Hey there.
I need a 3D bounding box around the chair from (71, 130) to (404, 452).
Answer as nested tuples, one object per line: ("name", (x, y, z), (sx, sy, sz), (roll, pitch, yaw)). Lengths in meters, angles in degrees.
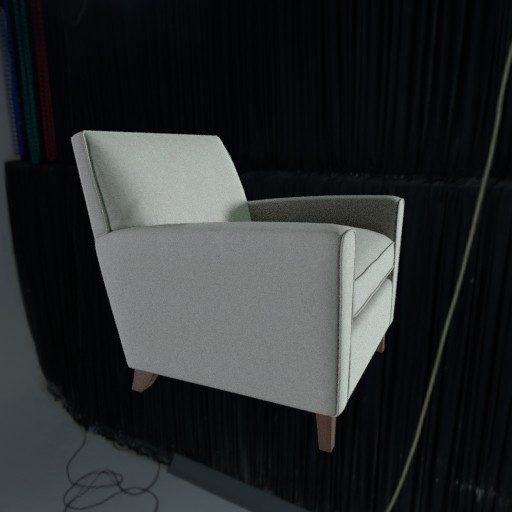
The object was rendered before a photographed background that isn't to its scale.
("chair", (0.000, 0.000, 1.573), (0.871, 0.846, 0.840), (7, 15, 26))
